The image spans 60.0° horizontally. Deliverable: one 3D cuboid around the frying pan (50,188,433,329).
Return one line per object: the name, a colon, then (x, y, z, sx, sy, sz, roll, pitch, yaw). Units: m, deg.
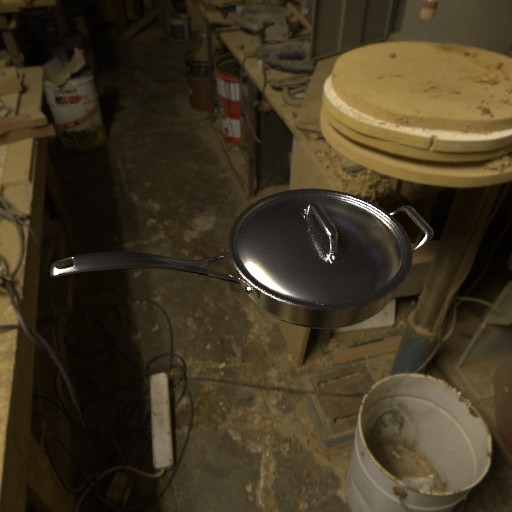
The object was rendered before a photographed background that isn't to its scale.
frying pan: (0.000, 0.000, 0.667, 0.561, 0.114, 0.280, -11, 44, -12)
